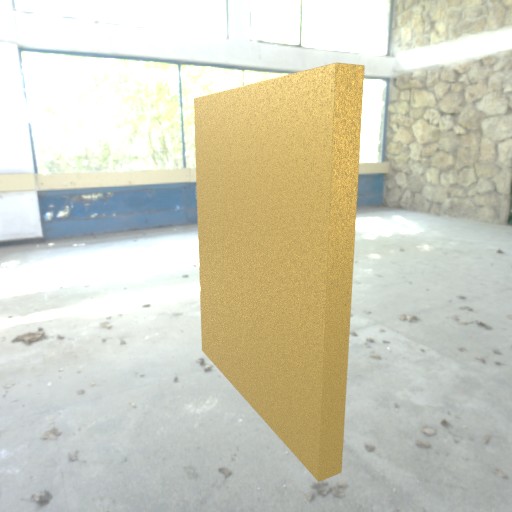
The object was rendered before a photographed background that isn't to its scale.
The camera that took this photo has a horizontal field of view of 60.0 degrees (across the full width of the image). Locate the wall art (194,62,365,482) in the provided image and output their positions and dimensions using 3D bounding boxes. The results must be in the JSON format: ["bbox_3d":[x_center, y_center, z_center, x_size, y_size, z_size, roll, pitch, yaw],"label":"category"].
[{"bbox_3d":[0.000,0.000,0.891,0.048,0.642,0.537,-7,16,-27],"label":"wall art"}]
